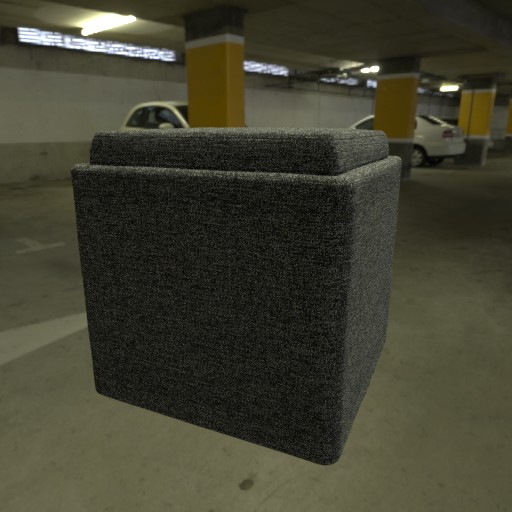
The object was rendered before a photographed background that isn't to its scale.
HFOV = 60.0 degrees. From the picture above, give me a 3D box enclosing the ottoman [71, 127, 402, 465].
[{"bbox_3d":[0.000,0.000,0.831,0.450,0.463,0.450,7,18,24],"label":"ottoman"}]
